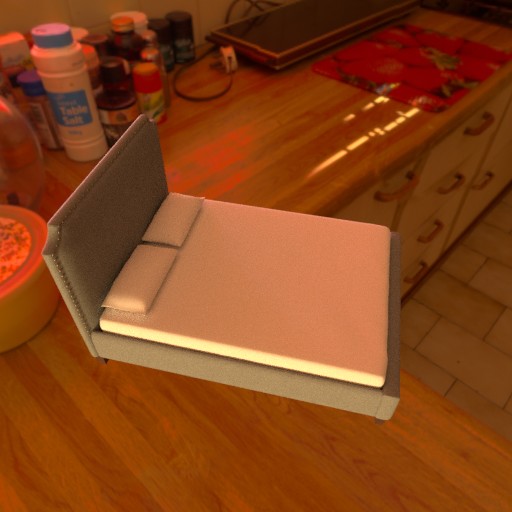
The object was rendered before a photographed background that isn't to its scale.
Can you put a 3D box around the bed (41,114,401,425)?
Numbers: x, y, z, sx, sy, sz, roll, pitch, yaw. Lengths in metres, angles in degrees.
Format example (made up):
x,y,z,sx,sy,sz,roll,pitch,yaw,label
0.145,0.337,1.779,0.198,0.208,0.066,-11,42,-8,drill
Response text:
x,y,z,sx,sy,sz,roll,pitch,yaw,label
0.000,0.000,3.522,2.372,1.443,1.712,10,46,9,bed
